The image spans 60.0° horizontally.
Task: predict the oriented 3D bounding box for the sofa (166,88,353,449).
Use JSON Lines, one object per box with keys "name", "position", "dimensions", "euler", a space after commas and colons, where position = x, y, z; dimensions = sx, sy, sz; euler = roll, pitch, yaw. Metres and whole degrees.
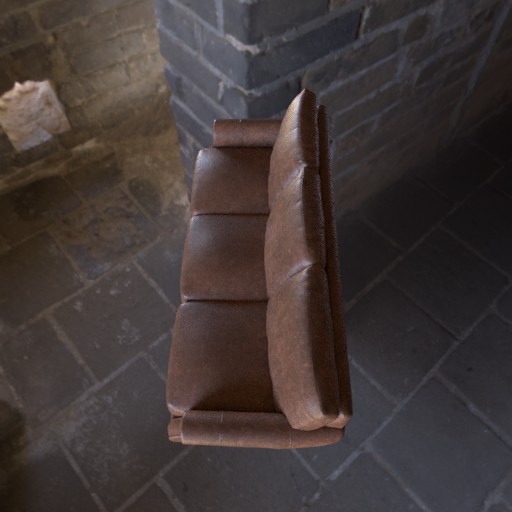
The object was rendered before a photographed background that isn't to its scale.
{"name": "sofa", "position": [0.000, 0.000, 2.895], "dimensions": [0.973, 0.977, 2.351], "euler": [1, 58, 1]}
